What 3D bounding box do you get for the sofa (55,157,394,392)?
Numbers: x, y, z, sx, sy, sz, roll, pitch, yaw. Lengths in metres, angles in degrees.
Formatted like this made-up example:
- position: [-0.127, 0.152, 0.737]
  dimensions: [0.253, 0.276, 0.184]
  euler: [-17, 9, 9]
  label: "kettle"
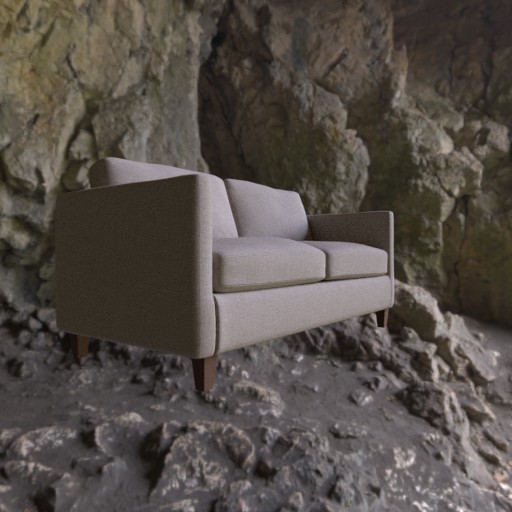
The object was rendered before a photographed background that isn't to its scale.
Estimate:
- position: [0.000, 0.000, 2.501]
  dimensions: [0.951, 0.947, 1.884]
  euler: [0, 1, 38]
  label: "sofa"
